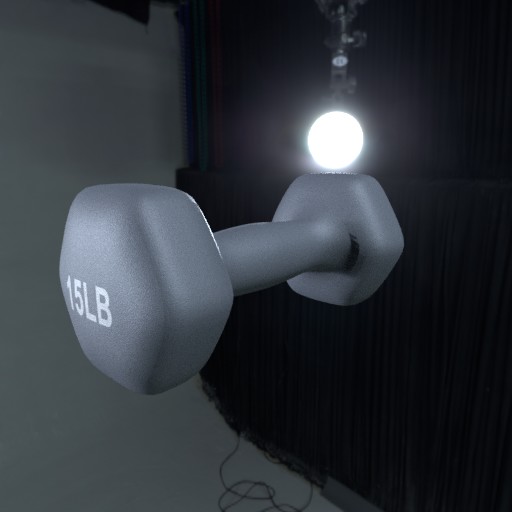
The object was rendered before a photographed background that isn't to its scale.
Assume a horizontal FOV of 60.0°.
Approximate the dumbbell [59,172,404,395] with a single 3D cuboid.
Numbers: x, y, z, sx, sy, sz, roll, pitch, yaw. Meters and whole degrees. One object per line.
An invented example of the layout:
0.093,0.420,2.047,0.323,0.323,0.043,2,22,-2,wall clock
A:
0.000,0.000,0.300,0.116,0.105,0.240,12,18,43,dumbbell
